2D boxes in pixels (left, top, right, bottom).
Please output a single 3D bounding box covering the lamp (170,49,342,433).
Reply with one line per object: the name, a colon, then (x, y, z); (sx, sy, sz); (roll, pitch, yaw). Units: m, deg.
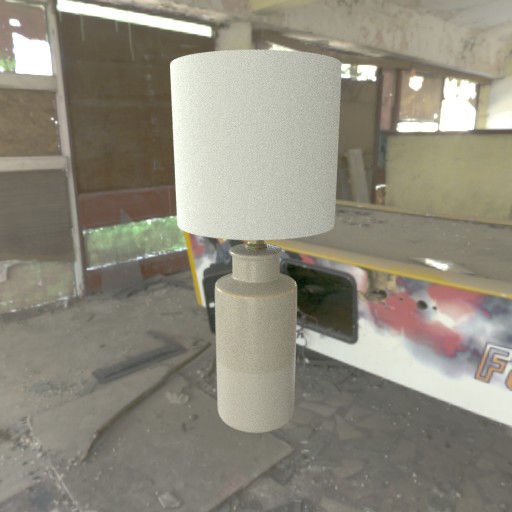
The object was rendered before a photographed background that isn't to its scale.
lamp: (0.000, 0.000, 0.619); (0.212, 0.493, 0.212); (-2, 15, -9)
